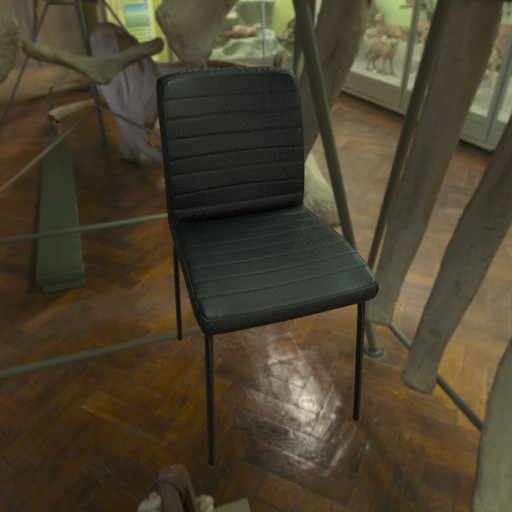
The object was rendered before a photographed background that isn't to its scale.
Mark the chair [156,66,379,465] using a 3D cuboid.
[{"bbox_3d":[0.000,0.000,1.210,0.450,0.872,0.572,-10,34,-16],"label":"chair"}]
